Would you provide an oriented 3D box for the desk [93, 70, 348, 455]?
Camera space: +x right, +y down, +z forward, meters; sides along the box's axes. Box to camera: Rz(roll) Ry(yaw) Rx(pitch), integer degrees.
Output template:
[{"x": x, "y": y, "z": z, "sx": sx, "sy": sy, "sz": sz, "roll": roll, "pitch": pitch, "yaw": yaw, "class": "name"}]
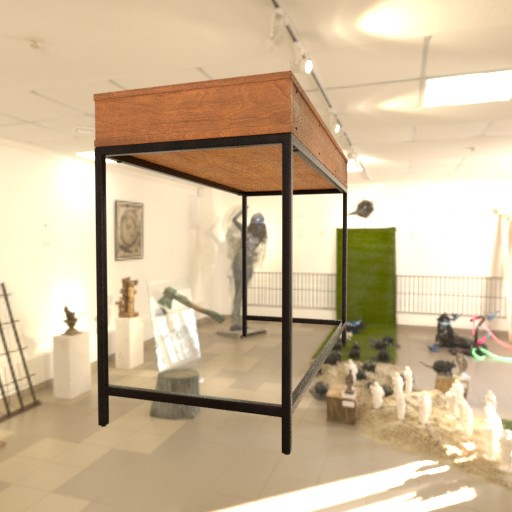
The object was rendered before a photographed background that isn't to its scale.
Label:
[{"x": 0.000, "y": 0.000, "z": 1.429, "sx": 0.470, "sy": 0.762, "sz": 1.016, "roll": 1, "pitch": 2, "yaw": 18, "class": "desk"}]
